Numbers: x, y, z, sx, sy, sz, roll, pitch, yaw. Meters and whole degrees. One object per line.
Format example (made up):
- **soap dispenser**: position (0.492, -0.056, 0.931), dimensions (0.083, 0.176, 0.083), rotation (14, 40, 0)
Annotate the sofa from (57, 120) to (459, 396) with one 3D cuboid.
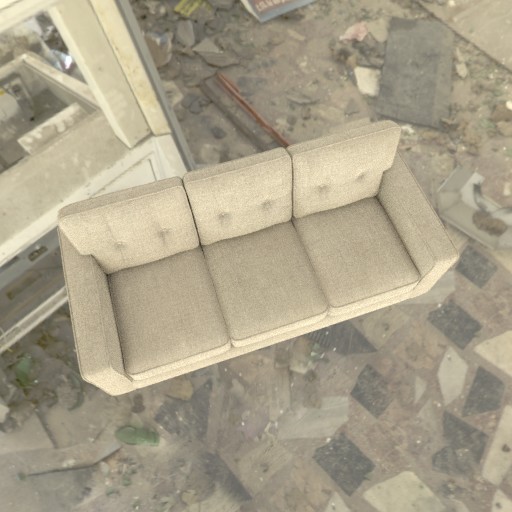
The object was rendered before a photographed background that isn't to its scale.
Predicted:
- **sofa**: position (0.000, 0.000, 2.658), dimensions (2.133, 0.965, 0.939), rotation (-17, 65, -8)
